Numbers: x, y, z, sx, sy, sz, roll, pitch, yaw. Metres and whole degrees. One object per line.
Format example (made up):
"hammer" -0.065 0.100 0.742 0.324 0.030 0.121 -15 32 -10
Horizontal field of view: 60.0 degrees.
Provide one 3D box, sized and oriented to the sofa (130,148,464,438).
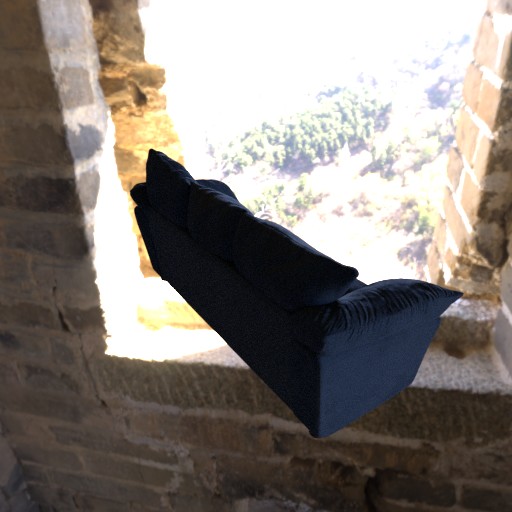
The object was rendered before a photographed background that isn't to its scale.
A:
"sofa" 0.000 0.000 2.927 0.907 1.091 2.390 -17 32 -30
